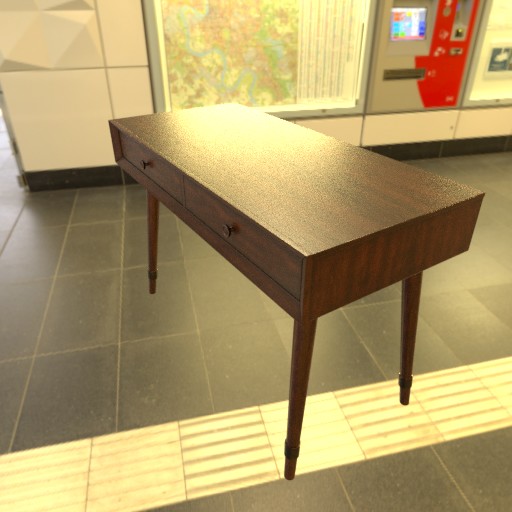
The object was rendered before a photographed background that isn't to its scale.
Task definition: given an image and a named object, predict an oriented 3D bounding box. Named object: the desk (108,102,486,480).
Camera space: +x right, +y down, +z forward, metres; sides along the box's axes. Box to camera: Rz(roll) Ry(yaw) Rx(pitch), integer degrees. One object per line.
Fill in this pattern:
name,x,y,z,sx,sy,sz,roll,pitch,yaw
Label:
desk,0.000,0.000,2.082,0.734,1.031,1.577,-19,36,-28
